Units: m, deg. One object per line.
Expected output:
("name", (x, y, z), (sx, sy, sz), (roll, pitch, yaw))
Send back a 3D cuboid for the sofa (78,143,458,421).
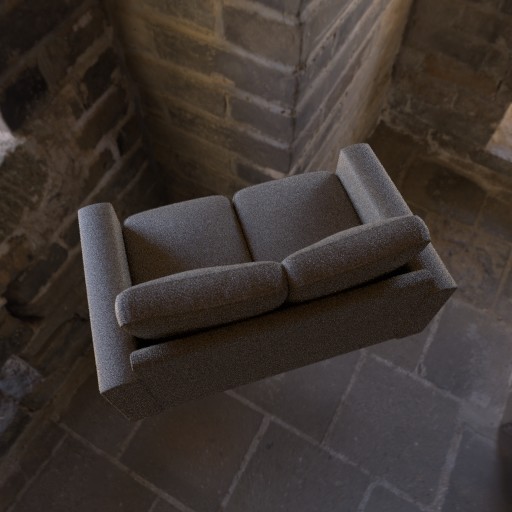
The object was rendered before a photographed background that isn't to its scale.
("sofa", (0.000, 0.000, 2.236), (1.616, 0.873, 1.016), (-15, 59, -9))
